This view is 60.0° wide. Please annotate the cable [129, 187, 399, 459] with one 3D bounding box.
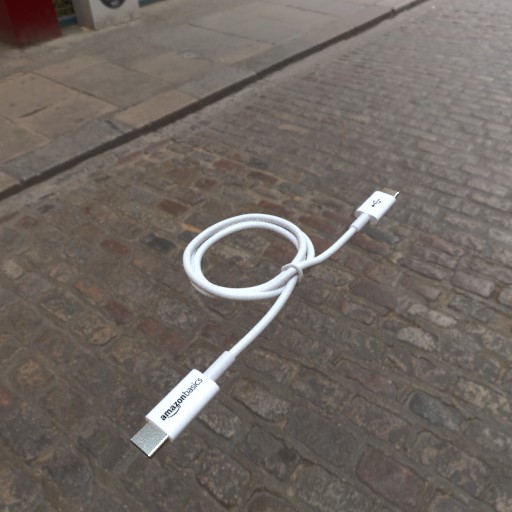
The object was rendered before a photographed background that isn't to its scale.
[{"bbox_3d":[0.000,0.000,0.223,0.070,0.014,0.203,26,48,27],"label":"cable"}]
